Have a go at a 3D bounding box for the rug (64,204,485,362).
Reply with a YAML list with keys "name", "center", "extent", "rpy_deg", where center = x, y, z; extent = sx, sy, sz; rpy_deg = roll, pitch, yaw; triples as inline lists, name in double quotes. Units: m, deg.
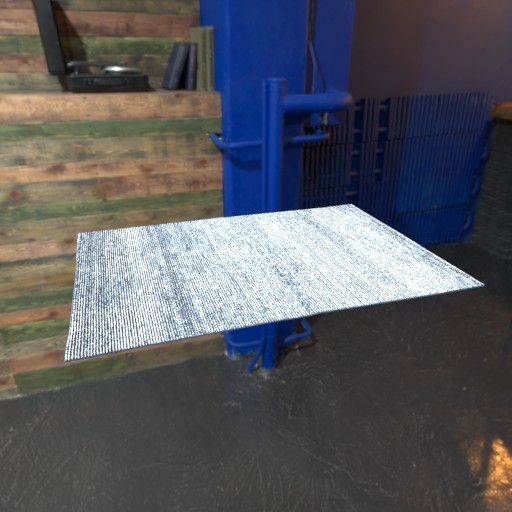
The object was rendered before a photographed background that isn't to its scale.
- name: "rug"
  center: [0.000, 0.000, 3.006]
  extent: [2.349, 0.030, 1.624]
  rpy_deg: [-8, 26, -16]
